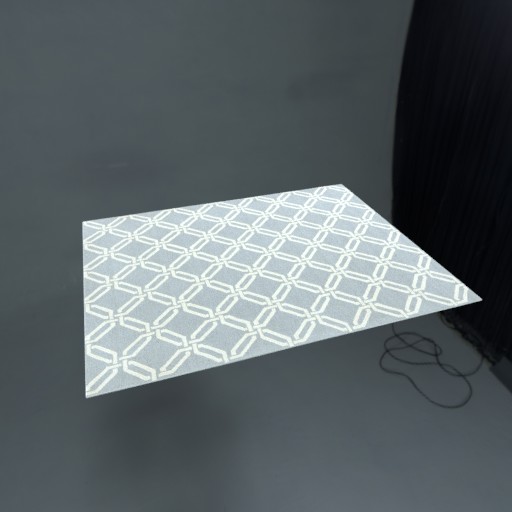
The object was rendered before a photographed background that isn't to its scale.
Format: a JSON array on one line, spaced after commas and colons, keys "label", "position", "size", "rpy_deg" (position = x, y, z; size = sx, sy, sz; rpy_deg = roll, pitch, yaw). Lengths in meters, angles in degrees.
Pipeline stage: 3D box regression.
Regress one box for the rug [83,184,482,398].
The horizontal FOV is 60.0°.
[{"label": "rug", "position": [0.000, 0.000, 3.918], "size": [2.895, 0.018, 2.288], "rpy_deg": [-10, 34, -16]}]
